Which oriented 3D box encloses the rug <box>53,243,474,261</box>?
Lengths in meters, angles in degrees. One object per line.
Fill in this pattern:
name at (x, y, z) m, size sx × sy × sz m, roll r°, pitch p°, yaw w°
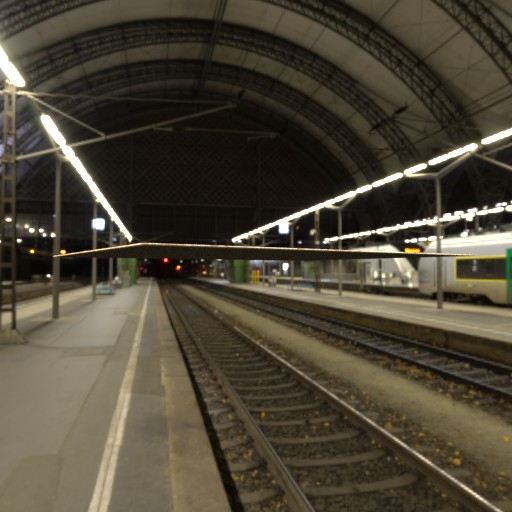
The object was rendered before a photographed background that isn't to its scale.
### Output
rug at (0.000, 0.000, 4.095) m, size 3.050 × 0.011 × 2.441 m, roll 1°, pitch -2°, yaw -34°
